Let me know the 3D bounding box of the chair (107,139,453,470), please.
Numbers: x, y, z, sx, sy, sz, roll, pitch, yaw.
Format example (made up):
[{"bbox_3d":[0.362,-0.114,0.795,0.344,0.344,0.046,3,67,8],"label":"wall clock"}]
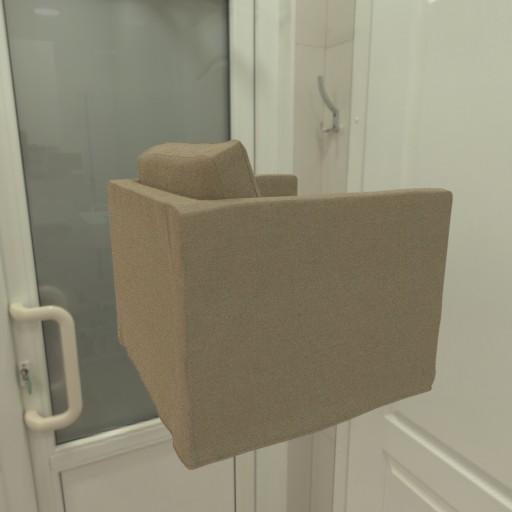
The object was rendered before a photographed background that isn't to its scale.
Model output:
[{"bbox_3d":[0.000,0.000,1.723,0.949,0.863,1.057,-7,15,-26],"label":"chair"}]
